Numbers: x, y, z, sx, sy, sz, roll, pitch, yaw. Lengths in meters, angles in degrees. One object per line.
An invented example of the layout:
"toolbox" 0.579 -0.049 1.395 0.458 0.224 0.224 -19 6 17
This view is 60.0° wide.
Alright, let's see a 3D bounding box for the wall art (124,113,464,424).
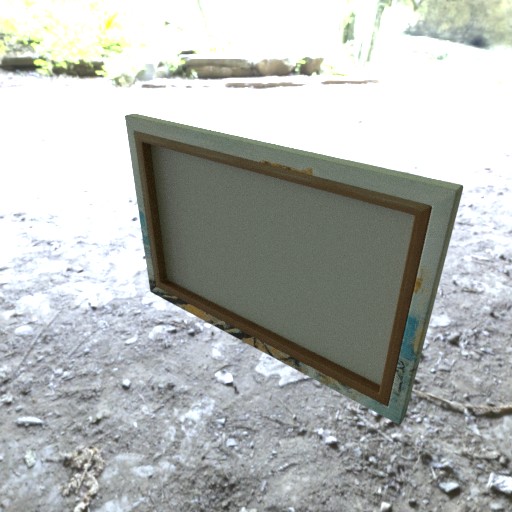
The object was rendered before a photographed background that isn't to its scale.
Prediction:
"wall art" 0.000 0.000 1.174 0.913 0.609 0.038 22 37 32
